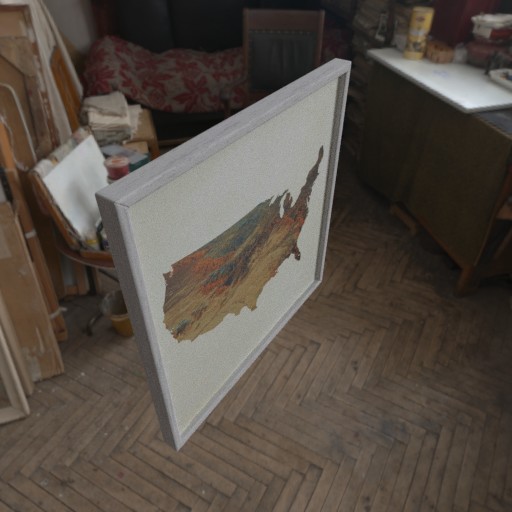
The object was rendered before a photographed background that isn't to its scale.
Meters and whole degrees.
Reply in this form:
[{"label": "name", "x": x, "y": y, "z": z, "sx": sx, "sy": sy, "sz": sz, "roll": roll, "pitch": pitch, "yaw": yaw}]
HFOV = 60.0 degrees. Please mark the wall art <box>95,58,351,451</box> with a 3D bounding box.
[{"label": "wall art", "x": 0.000, "y": 0.000, "z": 1.899, "sx": 0.078, "sy": 1.288, "sz": 1.287, "roll": 25, "pitch": 47, "yaw": 26}]
